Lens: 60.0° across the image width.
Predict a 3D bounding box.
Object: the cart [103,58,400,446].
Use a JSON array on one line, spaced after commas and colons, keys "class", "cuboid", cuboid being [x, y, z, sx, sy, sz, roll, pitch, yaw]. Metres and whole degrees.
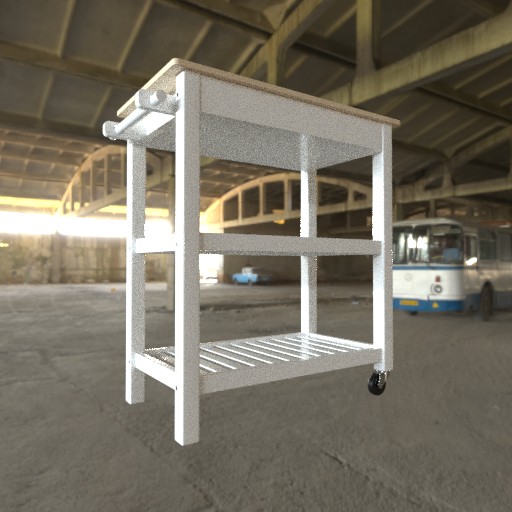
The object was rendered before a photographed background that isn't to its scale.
[{"class": "cart", "cuboid": [0.000, 0.000, 1.446, 0.899, 0.927, 0.457, 1, -1, -34]}]
